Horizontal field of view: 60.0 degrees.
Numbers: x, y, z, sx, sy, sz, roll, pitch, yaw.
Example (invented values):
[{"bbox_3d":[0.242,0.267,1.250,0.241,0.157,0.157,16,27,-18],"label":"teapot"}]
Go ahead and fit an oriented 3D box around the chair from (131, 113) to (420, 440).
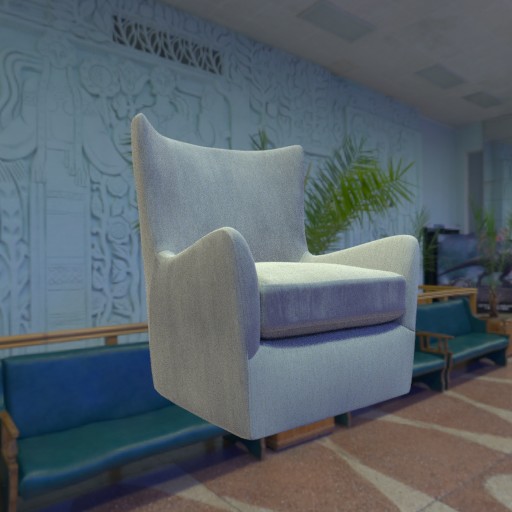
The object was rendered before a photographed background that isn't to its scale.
[{"bbox_3d":[0.000,0.000,1.628,0.779,1.000,0.904,0,0,-36],"label":"chair"}]
